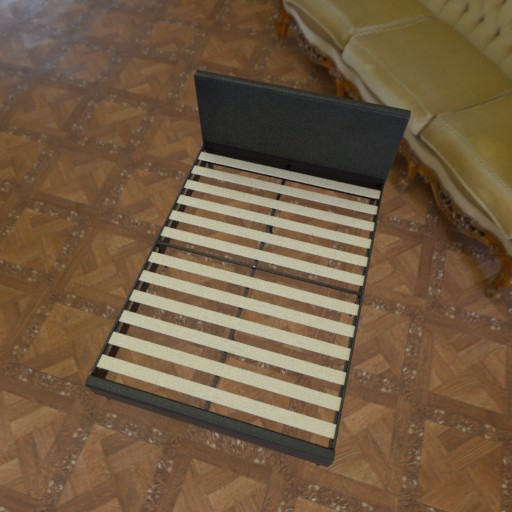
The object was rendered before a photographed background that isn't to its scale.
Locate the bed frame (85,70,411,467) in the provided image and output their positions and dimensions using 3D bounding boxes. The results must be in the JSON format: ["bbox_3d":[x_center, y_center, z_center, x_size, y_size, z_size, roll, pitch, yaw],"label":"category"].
[{"bbox_3d":[0.000,0.000,3.186,1.634,1.127,2.318,14,60,8],"label":"bed frame"}]
